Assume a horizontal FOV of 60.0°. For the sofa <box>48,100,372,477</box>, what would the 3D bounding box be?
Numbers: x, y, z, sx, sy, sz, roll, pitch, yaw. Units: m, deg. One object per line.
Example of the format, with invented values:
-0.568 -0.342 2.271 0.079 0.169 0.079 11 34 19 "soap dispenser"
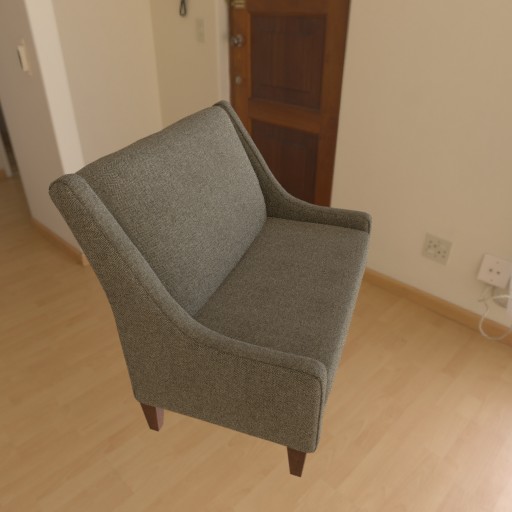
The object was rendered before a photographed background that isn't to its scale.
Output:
0.000 0.000 1.889 0.870 1.021 1.242 10 32 17 "sofa"
